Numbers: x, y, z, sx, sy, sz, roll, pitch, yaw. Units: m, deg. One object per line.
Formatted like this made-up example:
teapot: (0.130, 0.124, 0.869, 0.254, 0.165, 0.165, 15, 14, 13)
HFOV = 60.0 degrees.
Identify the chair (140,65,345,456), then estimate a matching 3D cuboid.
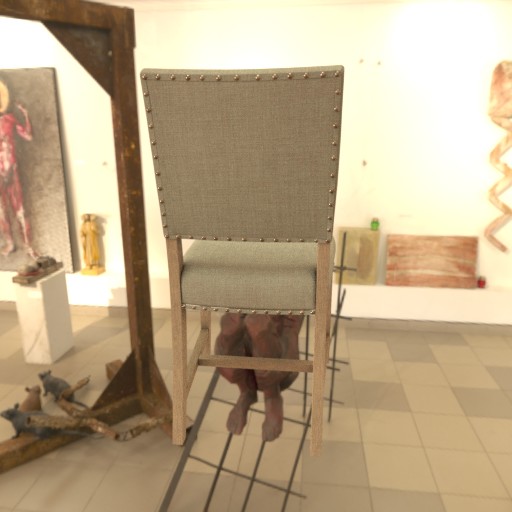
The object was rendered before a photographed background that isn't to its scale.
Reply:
chair: (0.000, 0.000, 1.334, 0.508, 0.986, 0.622, 2, 16, 7)
